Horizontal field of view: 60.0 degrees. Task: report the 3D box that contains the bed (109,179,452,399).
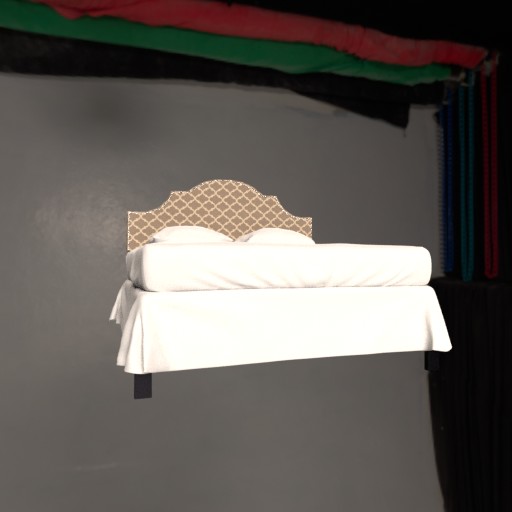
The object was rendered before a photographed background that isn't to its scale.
[{"bbox_3d":[0.000,0.000,3.707,2.314,1.601,2.222,0,-1,-19],"label":"bed"}]
